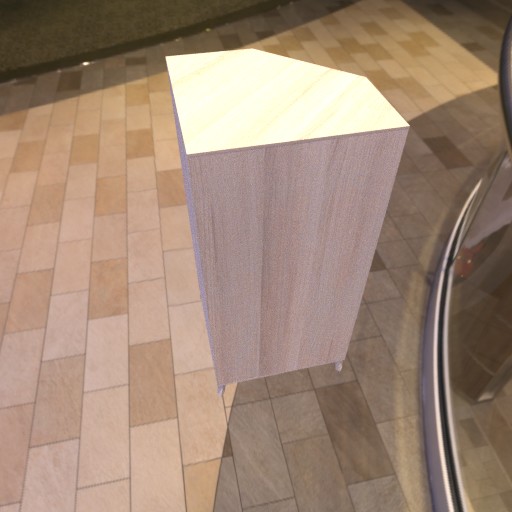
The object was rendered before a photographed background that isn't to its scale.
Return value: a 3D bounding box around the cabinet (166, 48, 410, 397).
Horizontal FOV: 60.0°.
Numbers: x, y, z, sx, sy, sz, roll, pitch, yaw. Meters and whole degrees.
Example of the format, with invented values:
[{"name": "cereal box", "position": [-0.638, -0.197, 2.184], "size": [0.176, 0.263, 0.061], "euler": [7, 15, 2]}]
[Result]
[{"name": "cabinet", "position": [0.000, 0.000, 2.637], "size": [1.272, 1.957, 0.969], "euler": [24, 51, 21]}]
